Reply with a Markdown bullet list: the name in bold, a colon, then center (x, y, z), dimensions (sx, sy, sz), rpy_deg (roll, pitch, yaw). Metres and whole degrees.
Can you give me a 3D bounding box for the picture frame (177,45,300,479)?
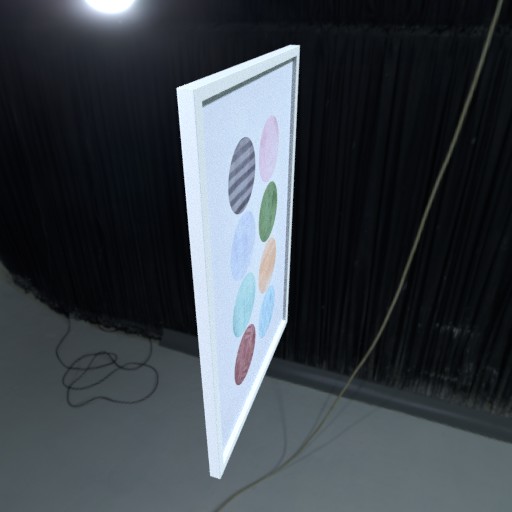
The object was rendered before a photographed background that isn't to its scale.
- **picture frame**: center (0.000, 0.000, 0.534), dimensions (0.013, 0.434, 0.305), rpy_deg (10, 32, 16)
